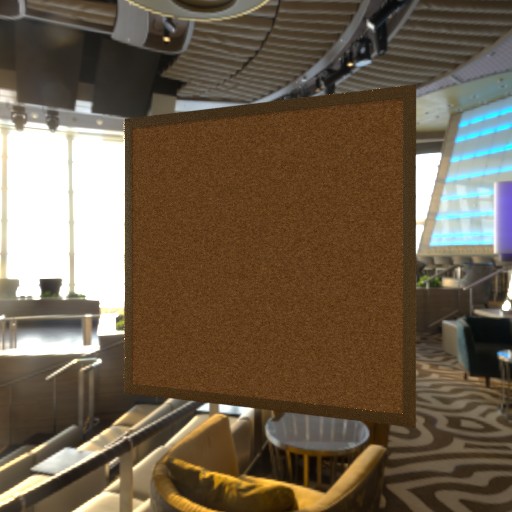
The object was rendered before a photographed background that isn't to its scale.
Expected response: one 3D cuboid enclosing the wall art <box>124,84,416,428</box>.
[{"bbox_3d":[0.000,0.000,1.129,0.767,0.765,0.036,0,0,19],"label":"wall art"}]
